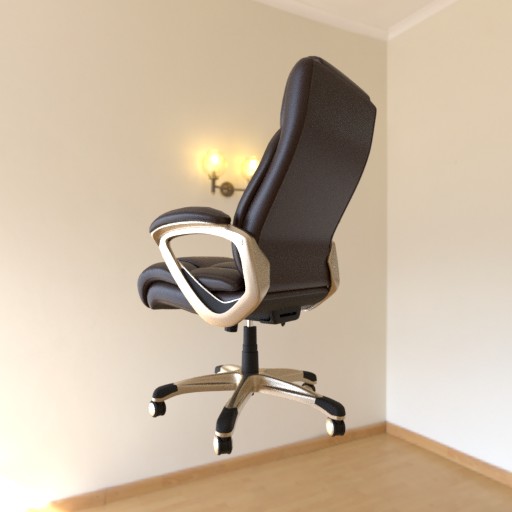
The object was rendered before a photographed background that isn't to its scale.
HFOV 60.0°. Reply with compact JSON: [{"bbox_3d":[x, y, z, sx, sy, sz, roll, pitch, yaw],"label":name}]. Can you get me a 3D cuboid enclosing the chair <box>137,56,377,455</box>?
[{"bbox_3d":[0.000,0.000,1.636,0.749,1.194,0.692,0,0,36],"label":"chair"}]
